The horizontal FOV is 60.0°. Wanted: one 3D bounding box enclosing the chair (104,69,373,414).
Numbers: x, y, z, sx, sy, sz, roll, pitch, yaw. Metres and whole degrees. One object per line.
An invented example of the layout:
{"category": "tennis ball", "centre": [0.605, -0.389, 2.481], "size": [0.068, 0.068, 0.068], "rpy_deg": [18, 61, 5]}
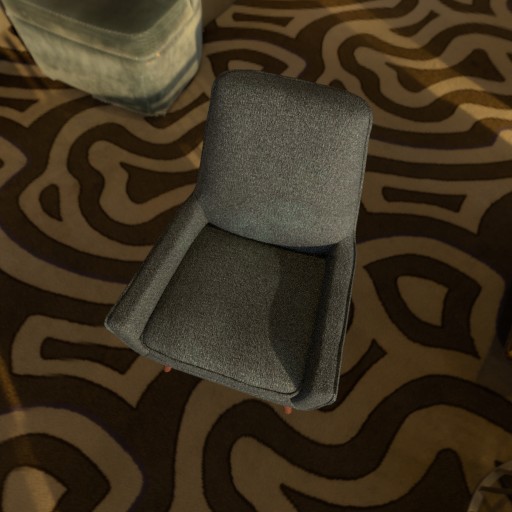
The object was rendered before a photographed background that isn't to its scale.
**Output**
{"category": "chair", "centre": [0.000, 0.000, 1.568], "size": [0.763, 0.883, 0.859], "rpy_deg": [16, 61, 9]}
